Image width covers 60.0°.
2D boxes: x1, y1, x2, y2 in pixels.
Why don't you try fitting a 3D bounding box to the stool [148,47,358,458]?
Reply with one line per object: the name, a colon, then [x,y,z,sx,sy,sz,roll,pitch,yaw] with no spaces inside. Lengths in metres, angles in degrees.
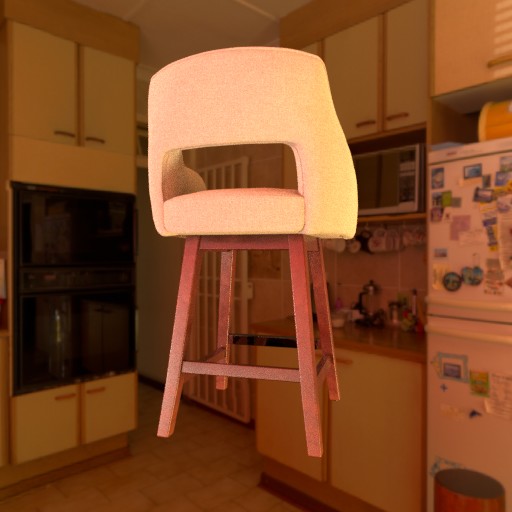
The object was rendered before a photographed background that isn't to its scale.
stool: [0.000,0.000,1.257,0.550,0.936,0.560,0,0,16]
